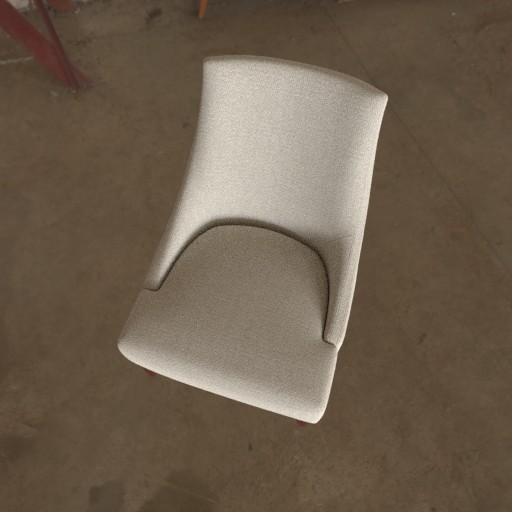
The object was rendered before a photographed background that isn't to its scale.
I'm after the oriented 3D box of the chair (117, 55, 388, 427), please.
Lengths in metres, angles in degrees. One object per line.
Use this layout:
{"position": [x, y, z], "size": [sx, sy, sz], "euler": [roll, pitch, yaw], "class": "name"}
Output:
{"position": [0.000, 0.000, 1.488], "size": [0.701, 0.909, 0.861], "euler": [15, 61, 9], "class": "chair"}
